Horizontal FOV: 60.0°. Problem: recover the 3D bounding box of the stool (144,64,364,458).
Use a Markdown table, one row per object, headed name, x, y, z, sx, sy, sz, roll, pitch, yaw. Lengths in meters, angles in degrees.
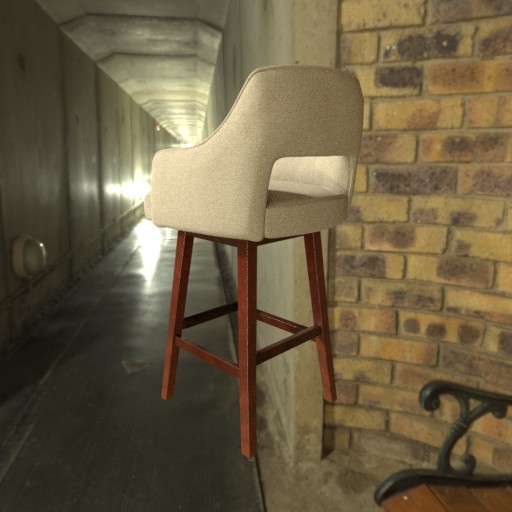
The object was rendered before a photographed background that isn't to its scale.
| name | x | y | z | sx | sy | sz | roll | pitch | yaw |
| --- | --- | --- | --- | --- | --- | --- | --- | --- | --- |
| stool | 0.000 | 0.000 | 1.391 | 0.550 | 1.041 | 0.560 | -14 | 19 | -43 |
